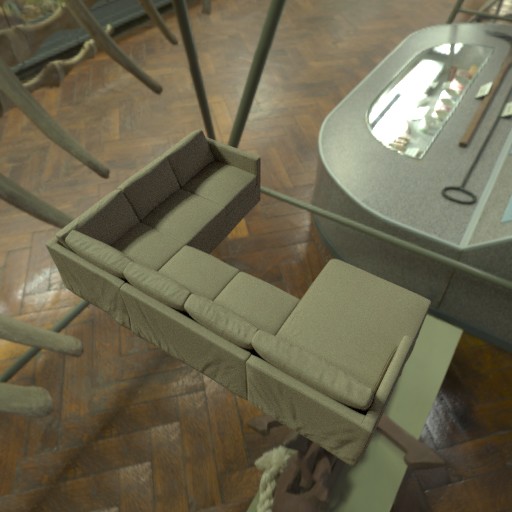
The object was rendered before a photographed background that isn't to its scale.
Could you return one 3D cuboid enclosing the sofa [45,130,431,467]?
[{"bbox_3d":[0.000,0.000,4.629,3.528,0.878,2.476,25,52,22],"label":"sofa"}]
